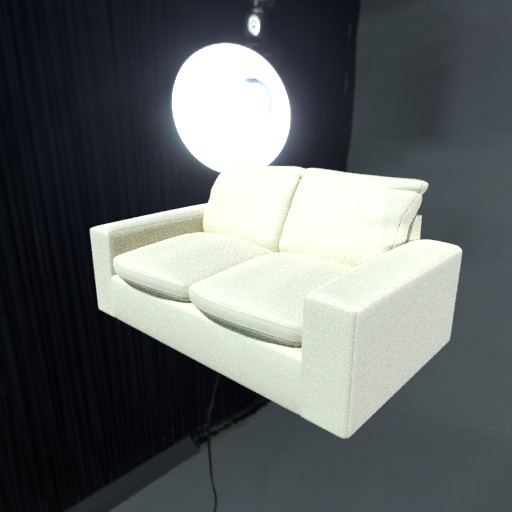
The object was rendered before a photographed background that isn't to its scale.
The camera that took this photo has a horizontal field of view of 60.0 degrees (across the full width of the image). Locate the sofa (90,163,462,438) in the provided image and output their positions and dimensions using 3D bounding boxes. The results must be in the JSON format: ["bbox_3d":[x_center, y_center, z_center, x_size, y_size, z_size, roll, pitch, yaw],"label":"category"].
[{"bbox_3d":[0.000,0.000,2.375,1.754,0.875,1.091,15,22,40],"label":"sofa"}]
